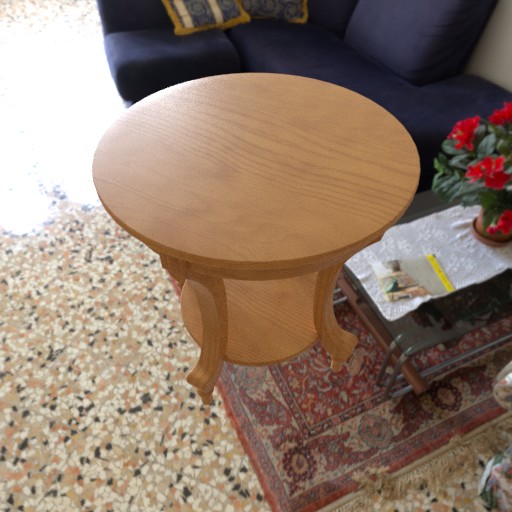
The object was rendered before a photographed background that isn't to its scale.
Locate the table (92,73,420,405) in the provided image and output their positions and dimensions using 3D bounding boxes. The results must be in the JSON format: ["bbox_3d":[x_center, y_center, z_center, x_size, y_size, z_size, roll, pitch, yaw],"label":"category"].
[{"bbox_3d":[0.000,0.000,1.051,0.597,0.612,0.597,0,47,0],"label":"table"}]
